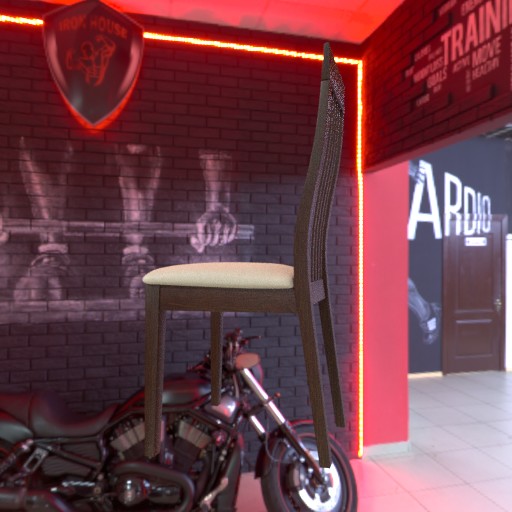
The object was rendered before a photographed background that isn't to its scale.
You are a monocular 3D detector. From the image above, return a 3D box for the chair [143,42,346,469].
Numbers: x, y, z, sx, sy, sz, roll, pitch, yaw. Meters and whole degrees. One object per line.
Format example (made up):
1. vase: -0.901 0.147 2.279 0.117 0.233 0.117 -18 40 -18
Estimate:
1. chair: 0.000 0.000 1.275 0.474 1.027 0.460 0 0 19
